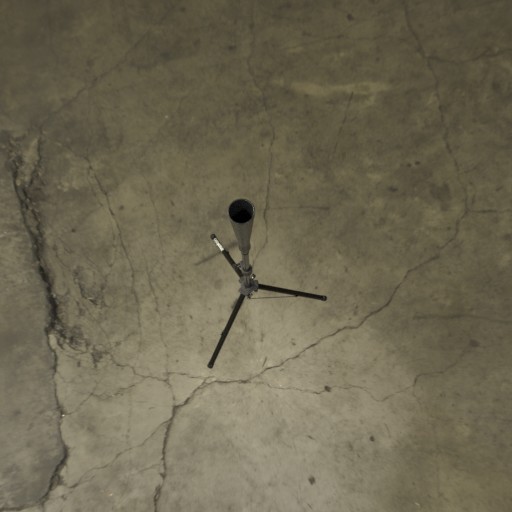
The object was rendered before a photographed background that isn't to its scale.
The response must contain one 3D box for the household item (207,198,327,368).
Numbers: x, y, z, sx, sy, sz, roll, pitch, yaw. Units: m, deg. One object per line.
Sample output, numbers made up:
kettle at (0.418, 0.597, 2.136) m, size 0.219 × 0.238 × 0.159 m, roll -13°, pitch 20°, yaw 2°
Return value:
household item at (0.000, 0.000, 1.399) m, size 0.559 × 1.067 × 0.559 m, roll -15°, pitch 76°, yaw -4°
